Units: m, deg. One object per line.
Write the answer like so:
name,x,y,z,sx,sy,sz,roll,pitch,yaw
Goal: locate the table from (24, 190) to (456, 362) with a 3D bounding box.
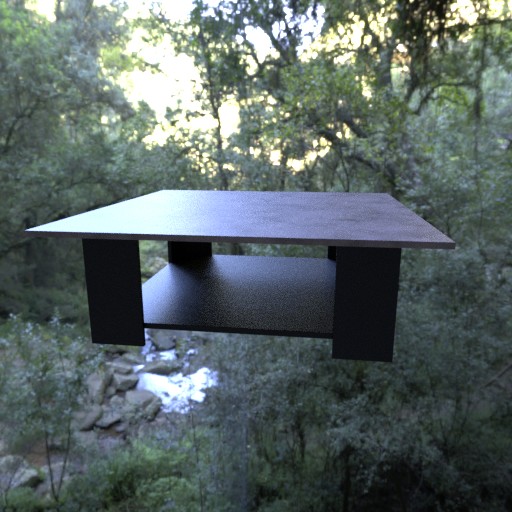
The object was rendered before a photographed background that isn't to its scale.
table,0.000,0.000,1.364,0.890,0.305,0.890,2,14,8
